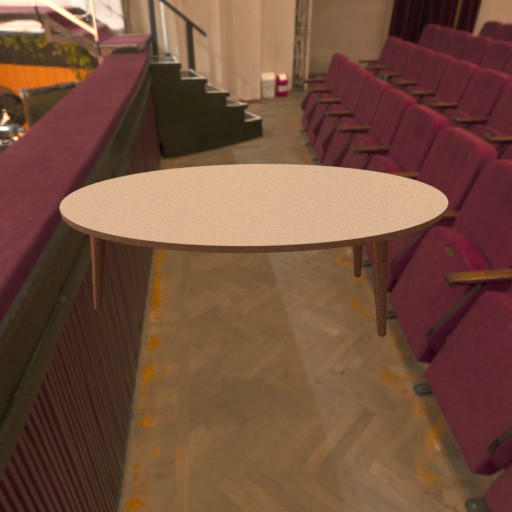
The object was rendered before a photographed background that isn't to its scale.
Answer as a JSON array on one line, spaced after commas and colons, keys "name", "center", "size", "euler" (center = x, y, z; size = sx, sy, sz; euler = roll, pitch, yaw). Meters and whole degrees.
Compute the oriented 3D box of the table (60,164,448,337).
[{"name": "table", "center": [0.000, 0.000, 1.358], "size": [1.083, 0.390, 0.542], "euler": [-1, 32, -2]}]
